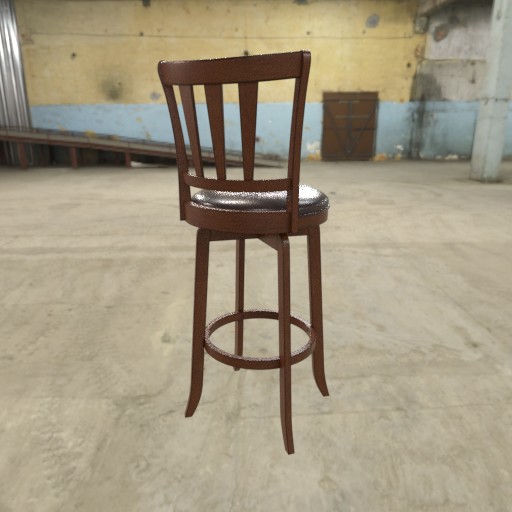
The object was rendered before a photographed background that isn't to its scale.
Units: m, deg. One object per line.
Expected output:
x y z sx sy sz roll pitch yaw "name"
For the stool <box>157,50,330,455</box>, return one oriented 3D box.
0.000 0.000 1.463 0.464 1.177 0.503 9 19 26 "stool"
